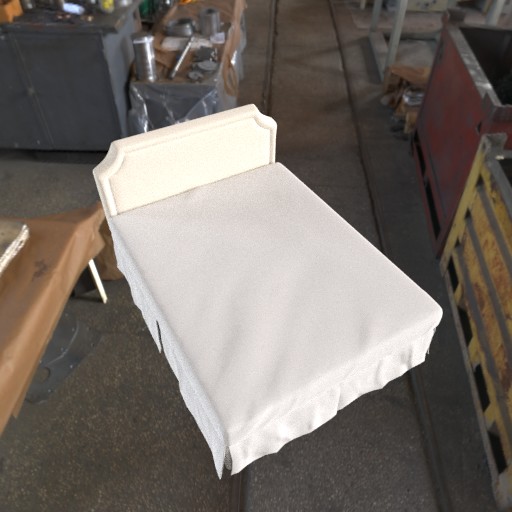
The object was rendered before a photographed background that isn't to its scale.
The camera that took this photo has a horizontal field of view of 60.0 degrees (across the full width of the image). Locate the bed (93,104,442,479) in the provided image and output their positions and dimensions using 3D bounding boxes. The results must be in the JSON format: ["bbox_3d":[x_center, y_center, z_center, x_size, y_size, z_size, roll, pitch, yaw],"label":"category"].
[{"bbox_3d":[0.000,0.000,3.670,1.977,1.293,2.498,-23,49,-21],"label":"bed"}]
